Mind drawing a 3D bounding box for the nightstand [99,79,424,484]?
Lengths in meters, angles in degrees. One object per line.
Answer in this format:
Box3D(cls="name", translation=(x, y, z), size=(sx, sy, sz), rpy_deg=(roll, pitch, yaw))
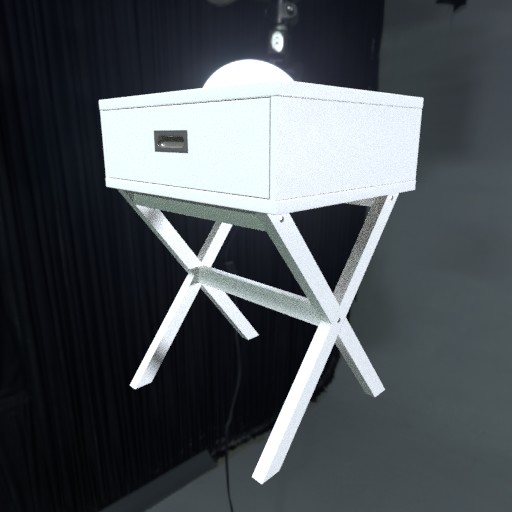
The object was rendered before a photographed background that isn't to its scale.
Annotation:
Box3D(cls="nightstand", translation=(0.000, 0.000, 0.930), size=(0.402, 0.623, 0.479), rpy_deg=(-15, 21, -43))
